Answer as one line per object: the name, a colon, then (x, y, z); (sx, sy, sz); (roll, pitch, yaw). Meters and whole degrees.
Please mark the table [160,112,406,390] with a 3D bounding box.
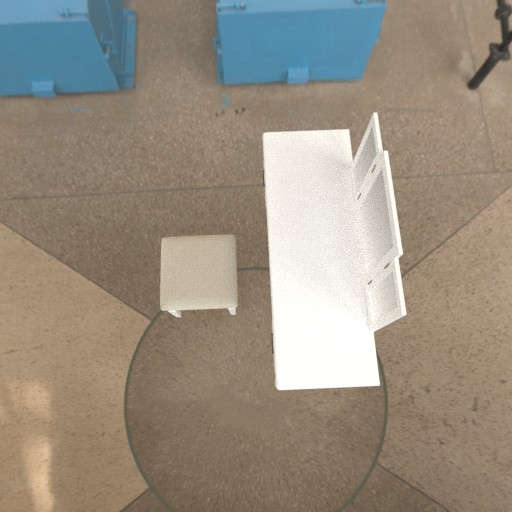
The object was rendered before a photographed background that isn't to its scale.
table: (0.000, 0.000, 2.345); (1.115, 1.310, 1.369); (-2, 73, -1)
